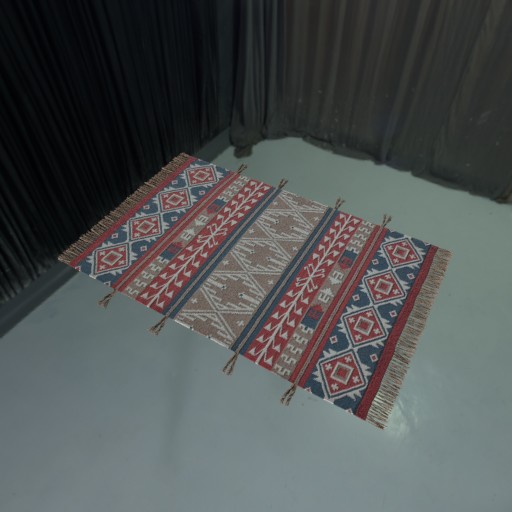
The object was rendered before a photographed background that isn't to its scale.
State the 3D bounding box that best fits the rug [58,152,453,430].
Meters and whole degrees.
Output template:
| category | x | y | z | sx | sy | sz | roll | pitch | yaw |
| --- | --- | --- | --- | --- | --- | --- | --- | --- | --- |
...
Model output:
| category | x | y | z | sx | sy | sz | roll | pitch | yaw |
| --- | --- | --- | --- | --- | --- | --- | --- | --- | --- |
| rug | 0.000 | 0.000 | 2.623 | 2.025 | 0.040 | 1.469 | 23 | 52 | 20 |
